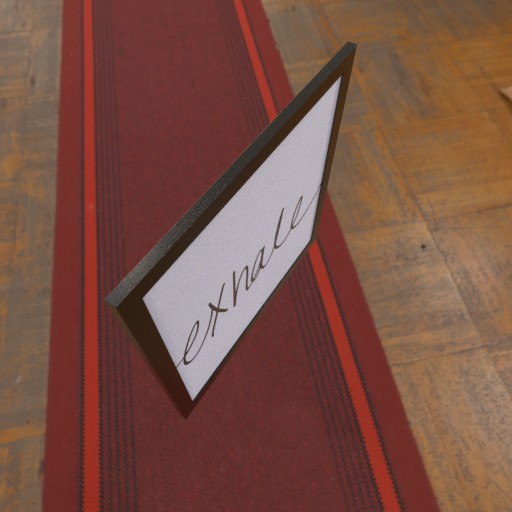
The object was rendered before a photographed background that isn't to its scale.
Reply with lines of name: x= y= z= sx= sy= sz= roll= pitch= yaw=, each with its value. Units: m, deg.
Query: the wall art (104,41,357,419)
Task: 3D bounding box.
wall art: x=0.000 y=0.000 z=0.662 sx=0.014 sy=0.445 sz=0.446 roll=30 pitch=63 yaw=17
